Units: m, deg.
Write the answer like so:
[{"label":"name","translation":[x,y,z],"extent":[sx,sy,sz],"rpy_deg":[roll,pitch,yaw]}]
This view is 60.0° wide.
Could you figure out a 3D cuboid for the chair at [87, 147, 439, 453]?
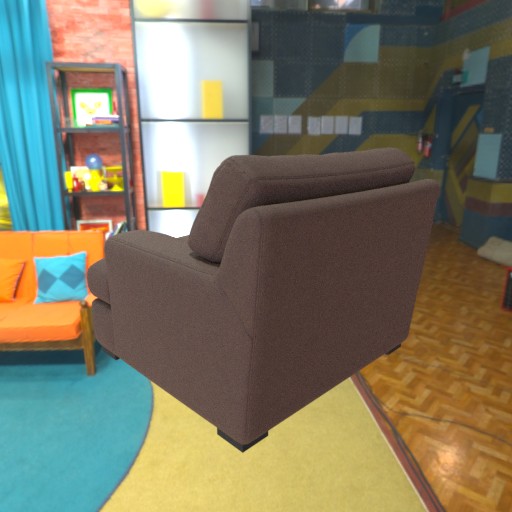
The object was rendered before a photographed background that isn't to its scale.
[{"label":"chair","translation":[0.000,0.000,1.983],"extent":[1.168,0.940,1.143],"rpy_deg":[-15,22,-43]}]
